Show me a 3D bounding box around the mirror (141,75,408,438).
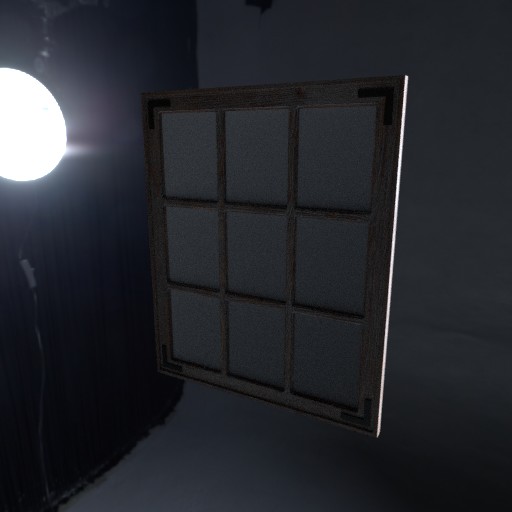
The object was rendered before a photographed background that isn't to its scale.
[{"bbox_3d":[0.000,0.000,1.223,0.730,0.882,0.032,8,16,27],"label":"mirror"}]
